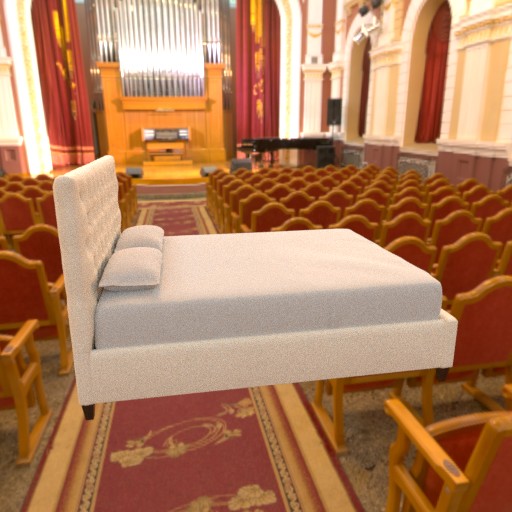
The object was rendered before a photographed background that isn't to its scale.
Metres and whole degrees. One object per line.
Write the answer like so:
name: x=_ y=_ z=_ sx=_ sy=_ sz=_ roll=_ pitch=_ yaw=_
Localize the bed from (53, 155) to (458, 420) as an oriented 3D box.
bed: x=0.000 y=0.000 z=3.378 sx=2.387 sy=1.427 sz=1.698 roll=-3 pitch=17 yaw=-10
